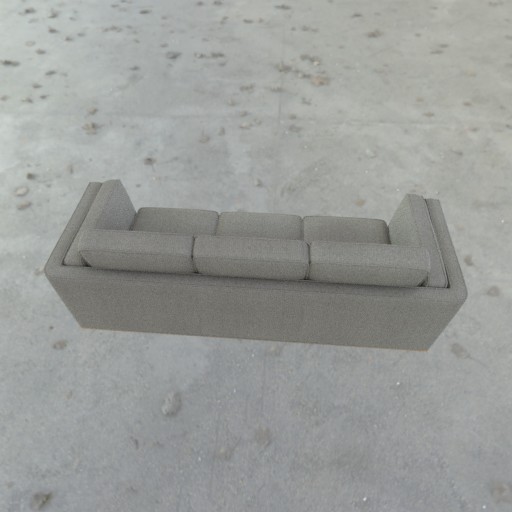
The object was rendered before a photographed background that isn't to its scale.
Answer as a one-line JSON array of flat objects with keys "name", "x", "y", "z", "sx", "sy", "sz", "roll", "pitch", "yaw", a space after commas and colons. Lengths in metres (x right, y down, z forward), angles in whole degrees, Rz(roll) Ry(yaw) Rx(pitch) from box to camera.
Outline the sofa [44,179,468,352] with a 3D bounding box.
[{"name": "sofa", "x": 0.000, "y": 0.000, "z": 2.865, "sx": 2.362, "sy": 0.899, "sz": 0.903, "roll": 3, "pitch": 47, "yaw": 3}]
